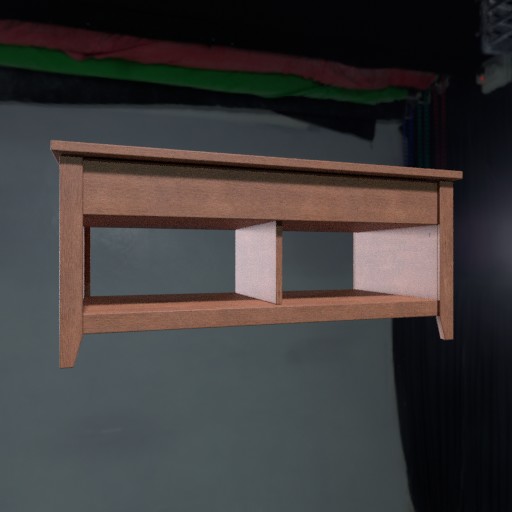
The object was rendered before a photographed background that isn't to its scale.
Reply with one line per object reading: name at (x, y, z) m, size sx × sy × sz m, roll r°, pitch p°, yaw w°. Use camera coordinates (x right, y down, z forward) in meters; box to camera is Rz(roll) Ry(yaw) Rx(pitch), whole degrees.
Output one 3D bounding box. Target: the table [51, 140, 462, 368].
table at (0.000, 0.000, 1.264) m, size 1.016 × 0.457 × 0.483 m, roll 0°, pitch 0°, yaw -19°
